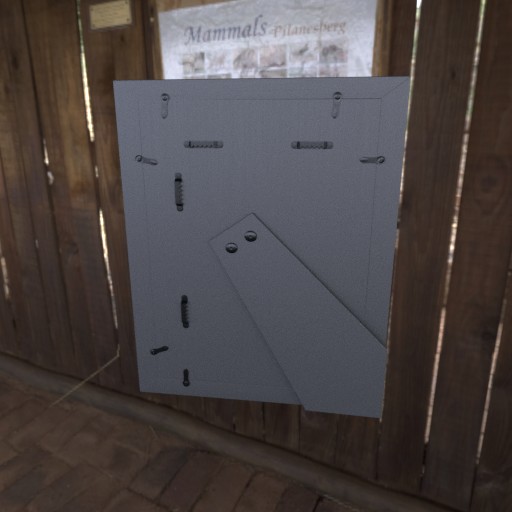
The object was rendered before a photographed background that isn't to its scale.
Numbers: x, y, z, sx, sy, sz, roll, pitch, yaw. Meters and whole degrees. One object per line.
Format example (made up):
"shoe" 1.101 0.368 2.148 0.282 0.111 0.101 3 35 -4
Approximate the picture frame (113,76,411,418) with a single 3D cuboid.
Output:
"picture frame" 0.000 0.000 0.513 0.307 0.383 0.036 2 17 7
